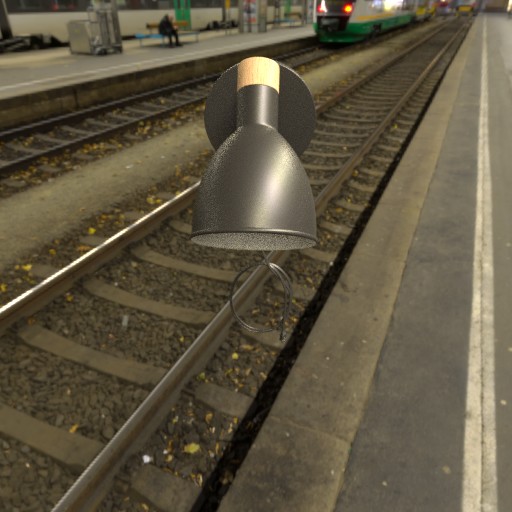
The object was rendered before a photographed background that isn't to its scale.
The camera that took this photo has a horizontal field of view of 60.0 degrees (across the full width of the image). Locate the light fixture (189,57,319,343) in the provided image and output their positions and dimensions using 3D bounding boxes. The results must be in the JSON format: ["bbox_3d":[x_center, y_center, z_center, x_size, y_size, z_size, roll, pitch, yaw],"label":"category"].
[{"bbox_3d":[0.000,0.000,0.494,0.127,0.401,0.203,1,30,2],"label":"light fixture"}]
